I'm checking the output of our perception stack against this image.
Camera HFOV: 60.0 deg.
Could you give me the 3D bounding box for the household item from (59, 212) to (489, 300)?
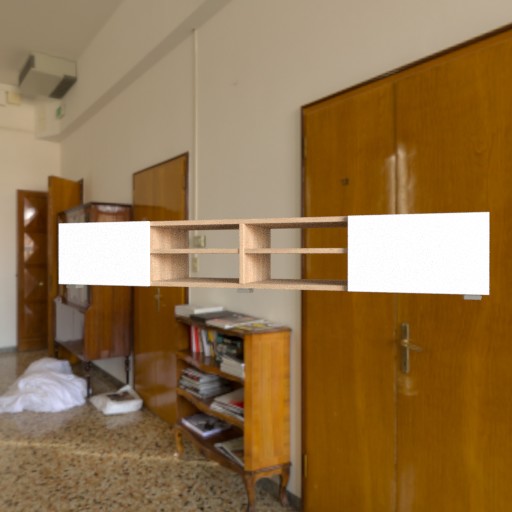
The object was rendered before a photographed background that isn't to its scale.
[{"bbox_3d":[0.000,0.000,2.035,1.850,0.310,0.420,0,0,18],"label":"household item"}]
